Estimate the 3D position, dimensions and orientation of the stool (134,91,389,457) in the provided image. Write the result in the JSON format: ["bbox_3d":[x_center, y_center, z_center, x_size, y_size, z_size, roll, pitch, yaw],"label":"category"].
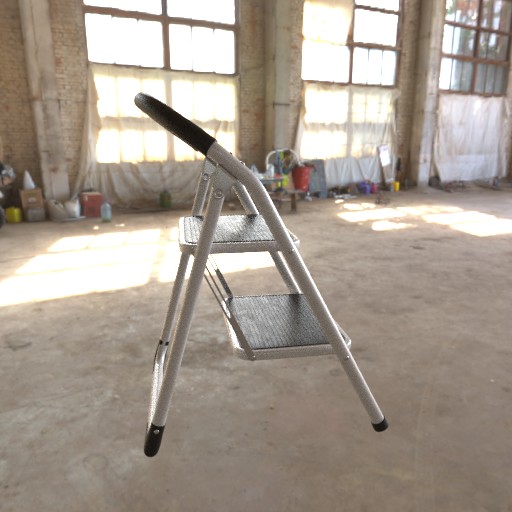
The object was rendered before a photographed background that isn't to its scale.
[{"bbox_3d":[0.000,0.000,1.106,0.559,0.760,0.453,-2,15,-9],"label":"stool"}]
